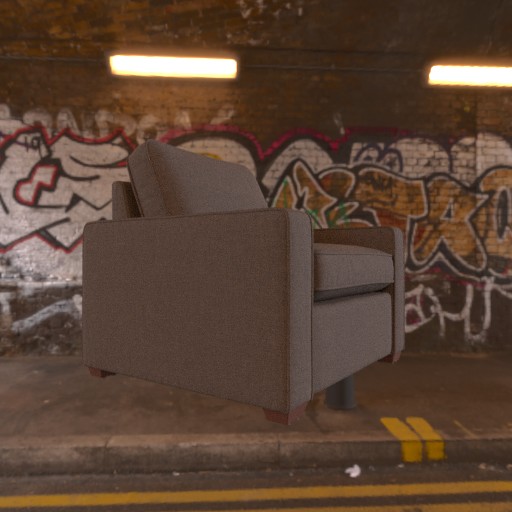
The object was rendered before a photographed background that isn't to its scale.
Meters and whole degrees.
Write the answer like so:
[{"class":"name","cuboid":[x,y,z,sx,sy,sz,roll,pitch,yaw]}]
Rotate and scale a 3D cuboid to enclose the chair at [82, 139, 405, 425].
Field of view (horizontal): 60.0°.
[{"class":"chair","cuboid":[0.000,0.000,1.816,0.940,0.919,1.017,0,0,35]}]
